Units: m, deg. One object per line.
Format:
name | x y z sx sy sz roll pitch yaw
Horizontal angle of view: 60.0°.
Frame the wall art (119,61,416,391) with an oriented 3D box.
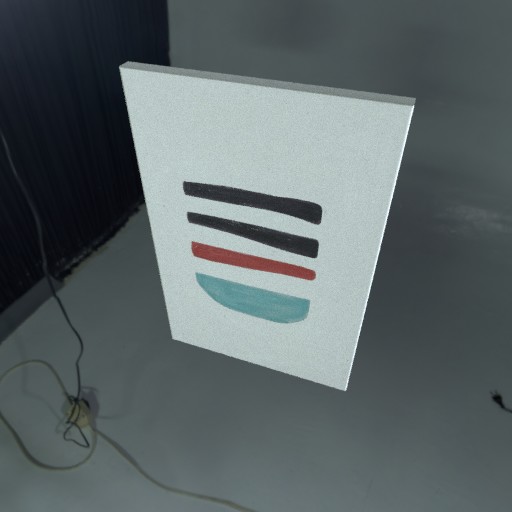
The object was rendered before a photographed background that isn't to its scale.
wall art | 0.000 0.000 1.173 0.607 0.912 0.038 13 43 15
